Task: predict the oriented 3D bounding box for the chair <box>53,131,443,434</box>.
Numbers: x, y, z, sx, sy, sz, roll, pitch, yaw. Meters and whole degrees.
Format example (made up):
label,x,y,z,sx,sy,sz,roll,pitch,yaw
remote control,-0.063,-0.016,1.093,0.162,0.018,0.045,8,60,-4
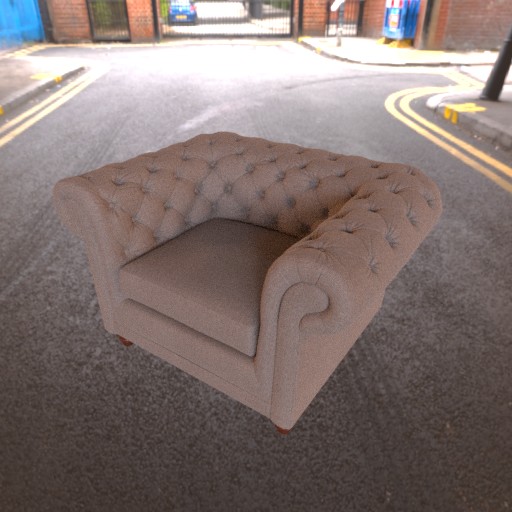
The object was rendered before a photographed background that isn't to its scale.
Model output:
label,x,y,z,sx,sy,sz,roll,pitch,yaw
chair,0.000,0.000,1.878,1.270,0.770,0.976,19,35,29
